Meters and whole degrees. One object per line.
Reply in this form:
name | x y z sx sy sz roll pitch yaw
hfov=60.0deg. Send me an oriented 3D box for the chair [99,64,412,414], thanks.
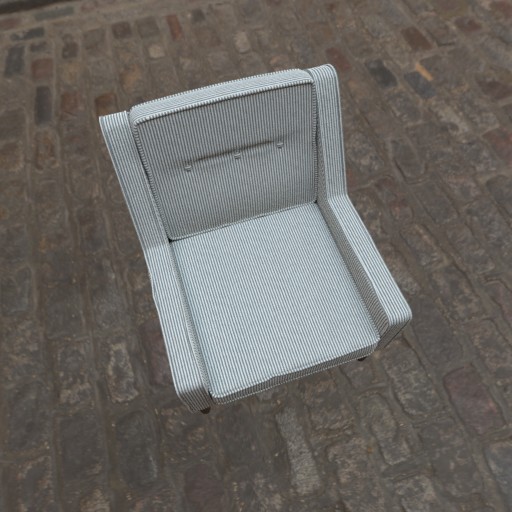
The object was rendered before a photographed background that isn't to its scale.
chair | 0.000 0.000 1.354 0.663 0.792 0.743 -16 64 -8
